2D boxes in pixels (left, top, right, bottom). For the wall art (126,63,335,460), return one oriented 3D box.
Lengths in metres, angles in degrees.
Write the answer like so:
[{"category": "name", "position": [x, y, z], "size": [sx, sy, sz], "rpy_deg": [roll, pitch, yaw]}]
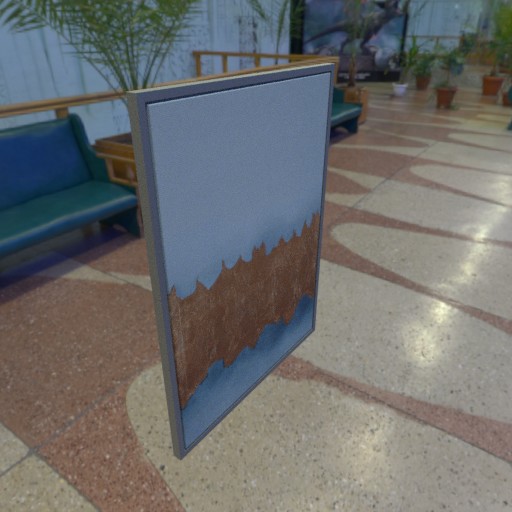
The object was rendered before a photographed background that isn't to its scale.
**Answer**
[{"category": "wall art", "position": [0.000, 0.000, 1.367], "size": [0.034, 1.042, 0.789], "rpy_deg": [19, 34, 32]}]
